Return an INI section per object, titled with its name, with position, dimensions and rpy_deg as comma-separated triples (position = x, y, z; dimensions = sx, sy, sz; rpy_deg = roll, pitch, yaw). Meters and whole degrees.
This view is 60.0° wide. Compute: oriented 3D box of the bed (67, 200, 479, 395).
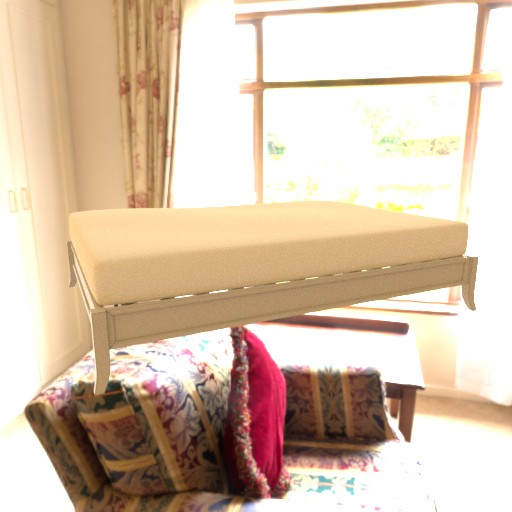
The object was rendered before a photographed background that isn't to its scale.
[bed]
position = 0.000, 0.000, 2.586
dimensions = 1.985, 0.510, 1.460
rpy_deg = -6, 15, -25
